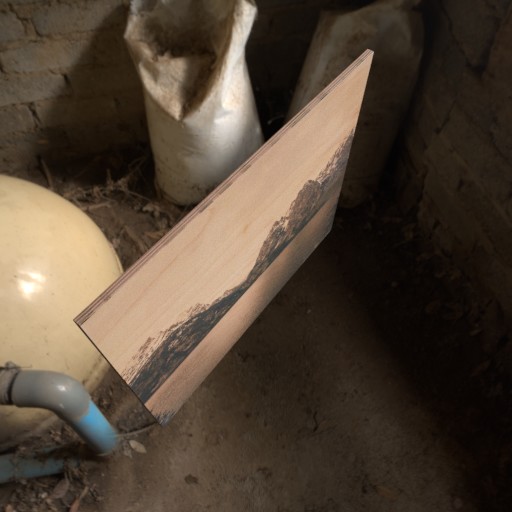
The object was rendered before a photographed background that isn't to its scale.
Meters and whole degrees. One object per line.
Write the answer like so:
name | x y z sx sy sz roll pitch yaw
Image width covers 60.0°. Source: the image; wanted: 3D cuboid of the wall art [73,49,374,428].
wall art | 0.000 0.000 0.664 0.010 0.408 0.508 33 63 19
